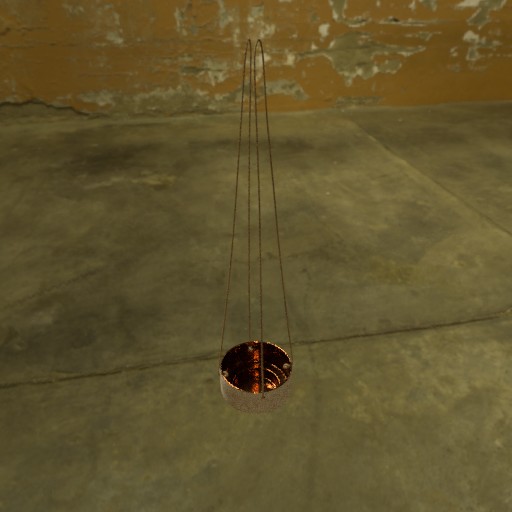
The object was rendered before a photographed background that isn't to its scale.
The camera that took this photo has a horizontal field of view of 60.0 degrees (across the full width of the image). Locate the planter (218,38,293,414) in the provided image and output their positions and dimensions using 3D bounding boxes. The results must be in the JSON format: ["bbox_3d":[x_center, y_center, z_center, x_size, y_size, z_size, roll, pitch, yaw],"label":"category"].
[{"bbox_3d":[0.000,0.000,1.165,0.223,1.030,0.223,19,36,29],"label":"planter"}]
